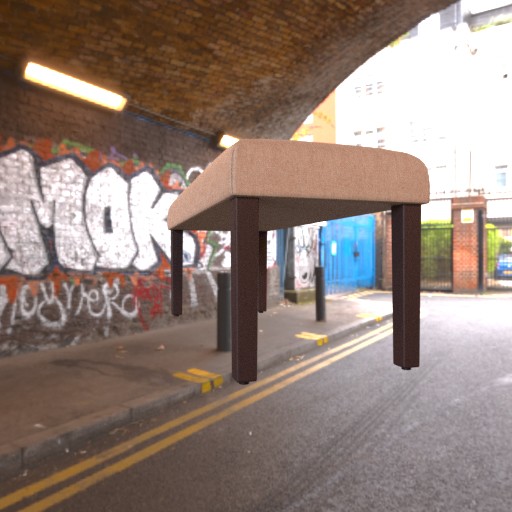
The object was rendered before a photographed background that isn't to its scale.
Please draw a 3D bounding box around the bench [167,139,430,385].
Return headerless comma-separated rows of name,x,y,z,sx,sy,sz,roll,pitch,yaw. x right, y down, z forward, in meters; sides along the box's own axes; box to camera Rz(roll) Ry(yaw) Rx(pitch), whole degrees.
bench,0.000,0.000,1.291,0.407,0.456,1.013,0,0,-17
